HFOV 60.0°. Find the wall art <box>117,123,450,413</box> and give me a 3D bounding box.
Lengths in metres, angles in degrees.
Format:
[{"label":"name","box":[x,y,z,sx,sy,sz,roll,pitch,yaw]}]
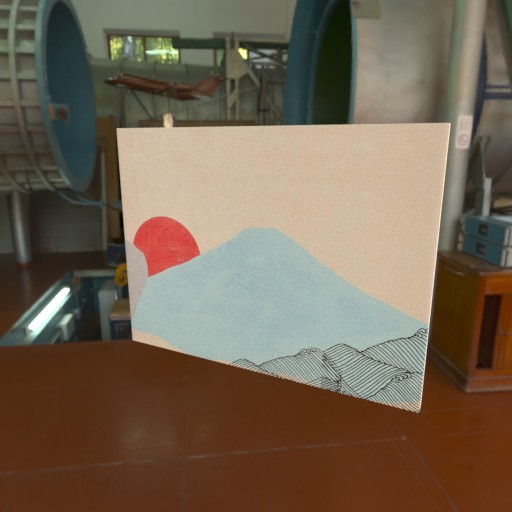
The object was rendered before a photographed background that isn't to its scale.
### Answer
[{"label":"wall art","box":[0.000,0.000,1.623,1.219,0.912,0.042,7,16,26]}]
